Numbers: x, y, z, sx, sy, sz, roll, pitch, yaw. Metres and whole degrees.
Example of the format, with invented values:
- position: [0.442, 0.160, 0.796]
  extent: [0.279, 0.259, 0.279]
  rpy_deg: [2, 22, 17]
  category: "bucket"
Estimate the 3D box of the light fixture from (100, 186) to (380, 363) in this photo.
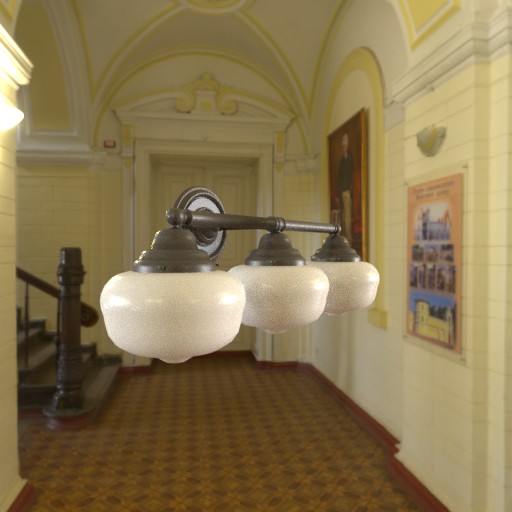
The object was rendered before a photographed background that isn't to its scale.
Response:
- position: [0.000, 0.000, 0.706]
  extent: [0.239, 0.242, 0.587]
  rpy_deg: [1, 1, 36]
  category: "light fixture"
